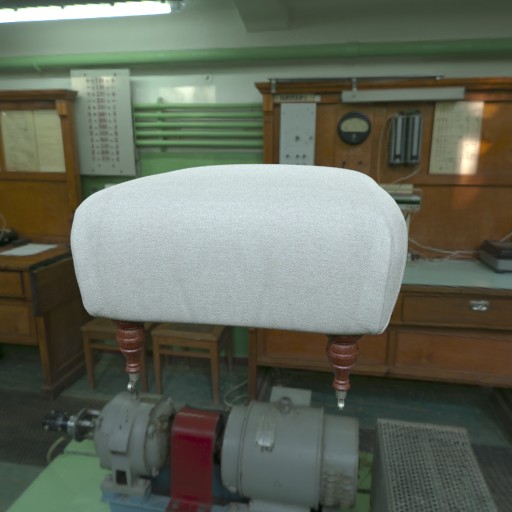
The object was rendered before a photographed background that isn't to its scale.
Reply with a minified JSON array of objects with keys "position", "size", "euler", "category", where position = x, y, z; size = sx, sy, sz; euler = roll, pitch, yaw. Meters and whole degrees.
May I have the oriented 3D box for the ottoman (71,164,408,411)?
[{"position":[0.000,0.000,1.138],"size":[0.639,0.450,0.746],"euler":[2,15,9],"category":"ottoman"}]
